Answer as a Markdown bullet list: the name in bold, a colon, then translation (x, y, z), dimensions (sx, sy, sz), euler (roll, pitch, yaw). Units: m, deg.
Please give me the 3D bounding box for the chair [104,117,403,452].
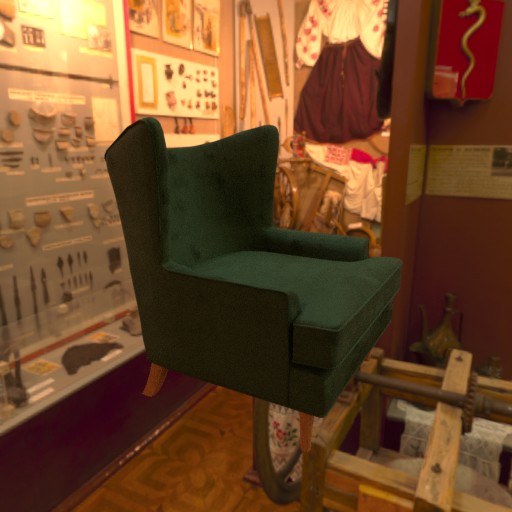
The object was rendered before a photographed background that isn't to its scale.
- **chair**: translation (0.000, 0.000, 1.628), dimensions (0.910, 0.952, 0.793), euler (8, 17, 29)
